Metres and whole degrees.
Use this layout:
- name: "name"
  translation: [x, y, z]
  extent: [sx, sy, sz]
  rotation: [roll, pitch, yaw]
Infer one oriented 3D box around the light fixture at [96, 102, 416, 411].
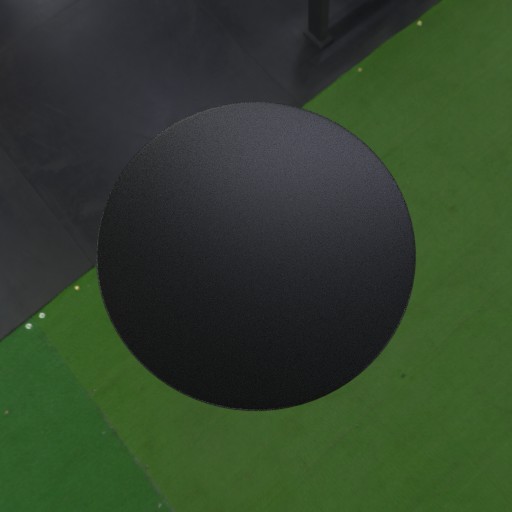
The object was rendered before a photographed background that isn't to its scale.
- name: "light fixture"
  translation: [0.000, 0.000, 0.435]
  extent: [0.283, 0.097, 0.283]
  rotation: [0, 76, 0]
